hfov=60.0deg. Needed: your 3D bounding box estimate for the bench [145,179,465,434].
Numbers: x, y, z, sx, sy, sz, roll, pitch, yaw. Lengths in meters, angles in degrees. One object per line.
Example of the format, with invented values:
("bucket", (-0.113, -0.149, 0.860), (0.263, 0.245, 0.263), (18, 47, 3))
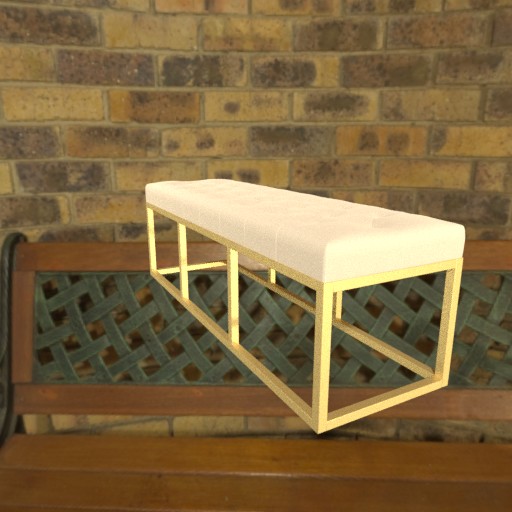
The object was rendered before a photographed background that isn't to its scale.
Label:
("bench", (0.000, 0.000, 1.729), (0.457, 0.484, 1.473), (-8, 17, -27))
